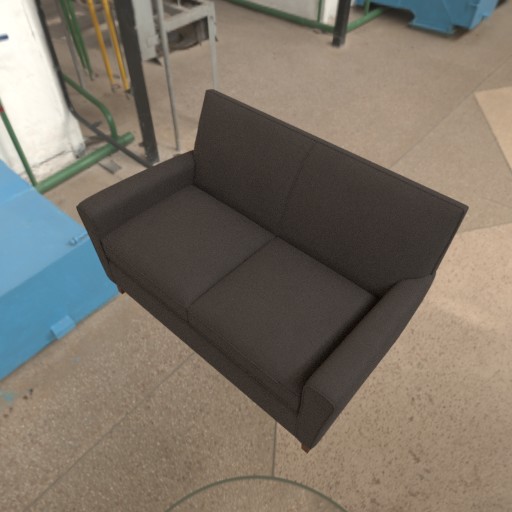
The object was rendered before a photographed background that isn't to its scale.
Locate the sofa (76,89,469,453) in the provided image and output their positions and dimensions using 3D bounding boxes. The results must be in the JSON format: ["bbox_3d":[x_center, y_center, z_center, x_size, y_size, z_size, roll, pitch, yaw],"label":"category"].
[{"bbox_3d":[0.000,0.000,2.021,1.420,0.846,0.871,33,56,26],"label":"sofa"}]
